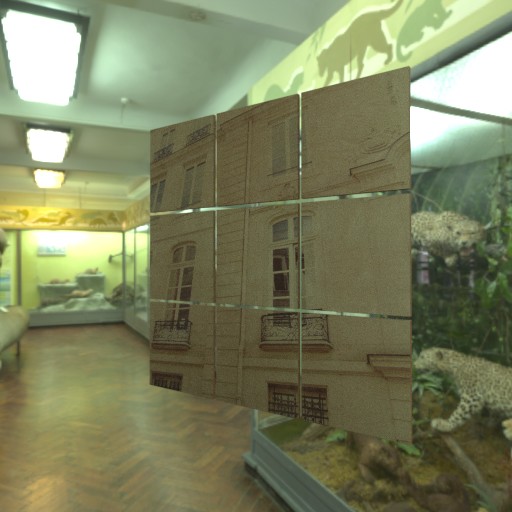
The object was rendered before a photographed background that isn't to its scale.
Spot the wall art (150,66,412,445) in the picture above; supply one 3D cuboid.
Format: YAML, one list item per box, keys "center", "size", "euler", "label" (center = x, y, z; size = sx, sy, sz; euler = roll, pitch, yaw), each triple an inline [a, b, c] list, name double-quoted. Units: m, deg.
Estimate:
- center: [0.000, 0.000, 1.781]
  size: [1.221, 1.218, 0.024]
  euler: [-1, -1, 35]
  label: "wall art"
